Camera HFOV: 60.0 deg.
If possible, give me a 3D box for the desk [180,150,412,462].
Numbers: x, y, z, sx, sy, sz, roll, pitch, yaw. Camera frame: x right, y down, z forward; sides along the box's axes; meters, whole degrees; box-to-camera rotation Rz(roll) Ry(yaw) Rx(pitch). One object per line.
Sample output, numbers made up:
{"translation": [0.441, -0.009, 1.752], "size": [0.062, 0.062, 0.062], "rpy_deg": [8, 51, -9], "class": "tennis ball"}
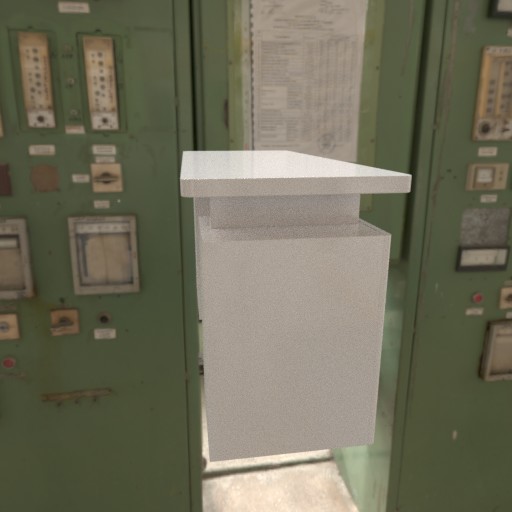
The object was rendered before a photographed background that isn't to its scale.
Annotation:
{"translation": [0.000, 0.000, 1.775], "size": [0.550, 0.762, 1.400], "rpy_deg": [-2, 16, -8], "class": "desk"}
